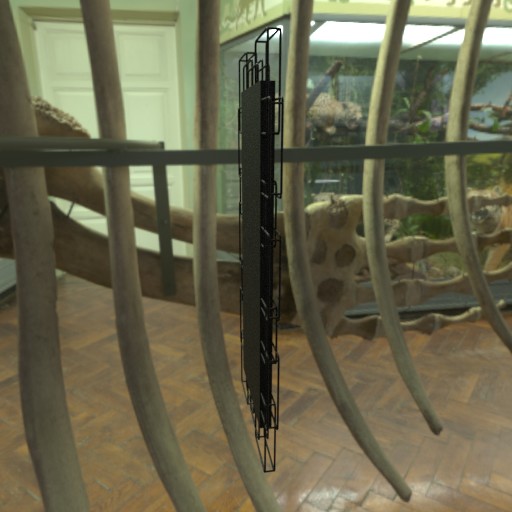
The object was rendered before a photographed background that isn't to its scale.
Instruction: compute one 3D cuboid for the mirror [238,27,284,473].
[{"bbox_3d":[0.000,0.000,1.374,0.037,1.192,0.565,-3,16,-9],"label":"mirror"}]
